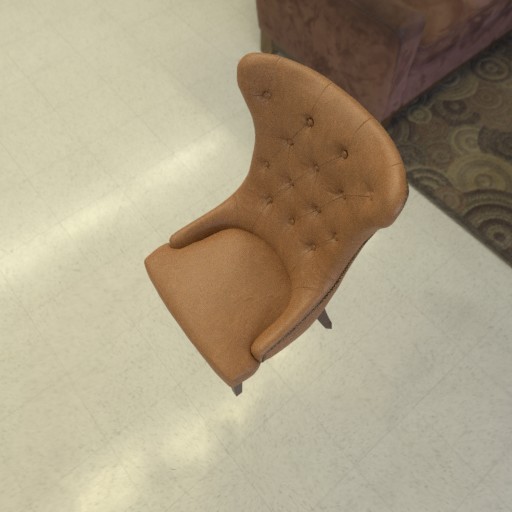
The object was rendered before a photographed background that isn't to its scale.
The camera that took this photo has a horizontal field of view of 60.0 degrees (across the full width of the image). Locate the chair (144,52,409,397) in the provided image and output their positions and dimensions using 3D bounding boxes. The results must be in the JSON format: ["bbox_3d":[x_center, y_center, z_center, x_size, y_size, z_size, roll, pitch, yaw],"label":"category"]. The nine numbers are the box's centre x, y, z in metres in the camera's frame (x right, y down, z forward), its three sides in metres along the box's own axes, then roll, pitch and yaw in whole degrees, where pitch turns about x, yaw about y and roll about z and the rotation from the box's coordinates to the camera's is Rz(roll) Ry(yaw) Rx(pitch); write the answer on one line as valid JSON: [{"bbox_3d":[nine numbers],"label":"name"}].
[{"bbox_3d":[0.000,0.000,1.505,0.669,1.065,0.611,-34,68,-16],"label":"chair"}]
